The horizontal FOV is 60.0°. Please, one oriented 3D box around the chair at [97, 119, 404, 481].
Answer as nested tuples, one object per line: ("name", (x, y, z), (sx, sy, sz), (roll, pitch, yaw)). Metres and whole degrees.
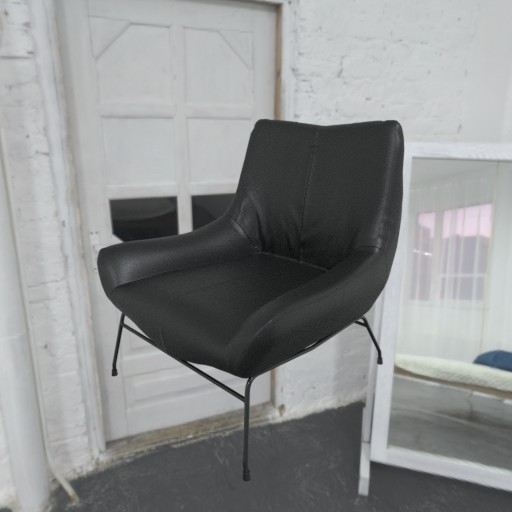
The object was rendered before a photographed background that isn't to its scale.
("chair", (0.000, 0.000, 1.574), (0.836, 0.922, 0.826), (17, 24, 42))
